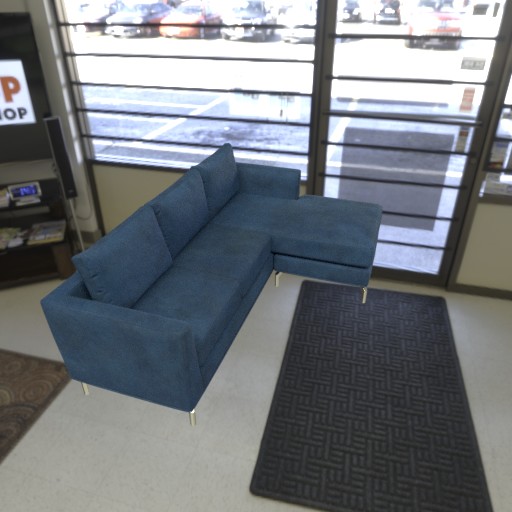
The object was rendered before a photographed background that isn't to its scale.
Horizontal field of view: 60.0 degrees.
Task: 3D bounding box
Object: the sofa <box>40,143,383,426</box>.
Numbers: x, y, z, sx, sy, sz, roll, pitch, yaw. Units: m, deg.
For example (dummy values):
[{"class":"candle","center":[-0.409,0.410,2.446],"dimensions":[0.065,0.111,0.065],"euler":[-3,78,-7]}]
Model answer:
[{"class":"sofa","center":[0.000,0.000,3.245],"dimensions":[1.622,0.987,2.438],"euler":[10,32,16]}]
